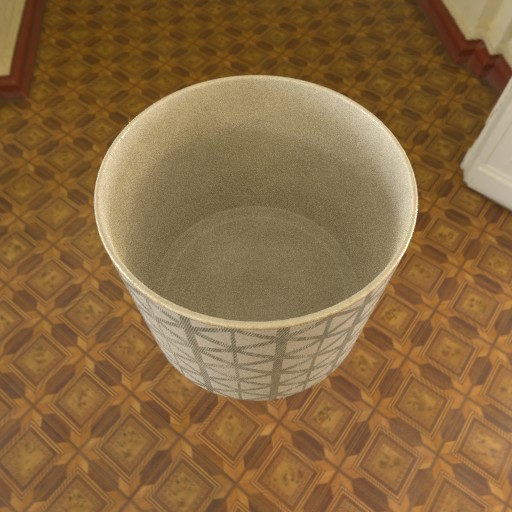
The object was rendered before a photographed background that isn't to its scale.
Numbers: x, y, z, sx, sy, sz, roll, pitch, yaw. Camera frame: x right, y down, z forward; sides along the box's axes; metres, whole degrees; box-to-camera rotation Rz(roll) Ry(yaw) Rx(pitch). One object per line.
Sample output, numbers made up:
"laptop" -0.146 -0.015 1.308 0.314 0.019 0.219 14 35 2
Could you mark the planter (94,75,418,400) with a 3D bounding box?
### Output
"planter" 0.000 0.000 0.449 0.250 0.239 0.250 0 59 0
